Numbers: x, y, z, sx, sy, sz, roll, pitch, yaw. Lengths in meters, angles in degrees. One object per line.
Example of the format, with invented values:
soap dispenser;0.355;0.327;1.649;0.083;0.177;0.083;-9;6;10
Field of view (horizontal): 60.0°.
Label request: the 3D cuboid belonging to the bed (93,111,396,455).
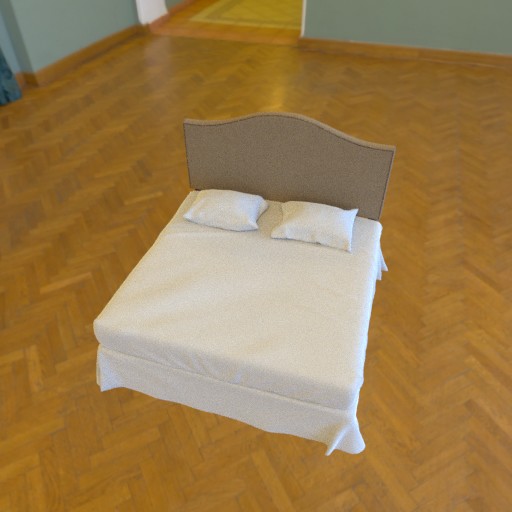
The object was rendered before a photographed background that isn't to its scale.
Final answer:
bed;0.000;0.000;3.702;2.311;1.651;2.222;11;42;12
